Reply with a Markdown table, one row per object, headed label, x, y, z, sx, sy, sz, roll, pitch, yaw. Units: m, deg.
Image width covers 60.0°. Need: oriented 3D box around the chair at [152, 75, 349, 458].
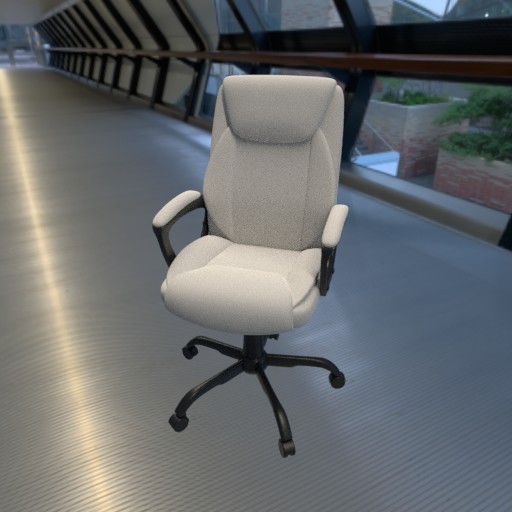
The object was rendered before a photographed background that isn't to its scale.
| label | x | y | z | sx | sy | sz | roll | pitch | yaw |
| --- | --- | --- | --- | --- | --- | --- | --- | --- | --- |
| chair | 0.000 | 0.000 | 1.455 | 0.663 | 1.065 | 0.669 | 7 | 27 | 15 |
